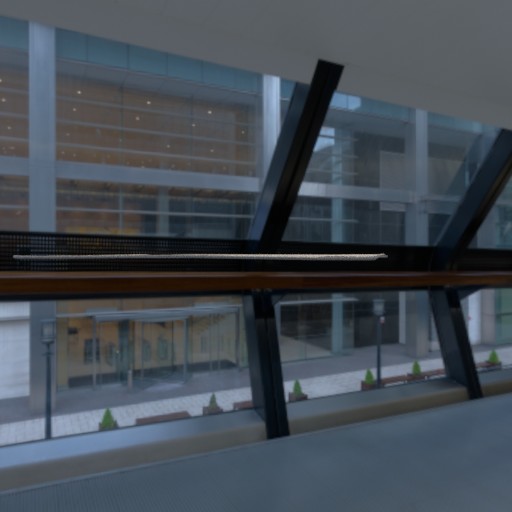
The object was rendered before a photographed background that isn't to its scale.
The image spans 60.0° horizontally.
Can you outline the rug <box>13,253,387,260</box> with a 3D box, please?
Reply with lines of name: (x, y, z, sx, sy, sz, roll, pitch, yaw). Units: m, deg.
rug: (0.000, 0.000, 2.882, 1.604, 0.030, 2.307, 0, 0, 18)
